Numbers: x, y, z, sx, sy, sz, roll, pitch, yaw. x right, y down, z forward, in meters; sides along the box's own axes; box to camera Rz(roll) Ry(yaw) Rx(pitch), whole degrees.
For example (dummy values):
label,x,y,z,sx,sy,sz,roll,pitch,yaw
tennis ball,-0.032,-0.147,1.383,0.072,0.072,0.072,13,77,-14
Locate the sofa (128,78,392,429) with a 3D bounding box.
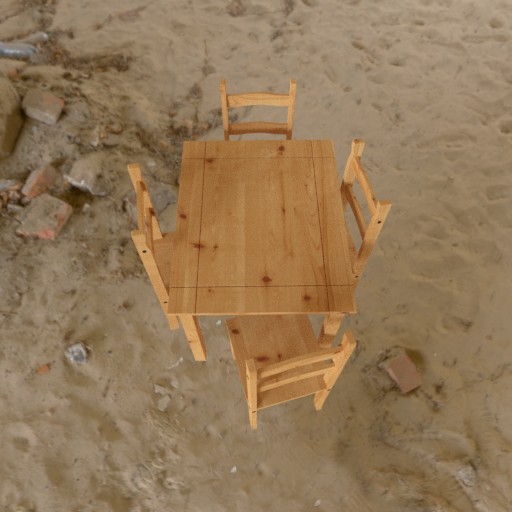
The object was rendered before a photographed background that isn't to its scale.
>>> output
label,x,y,z,sx,sy,sz,roll,pitch,yaw
sofa,0.000,0.000,2.295,1.144,1.000,1.529,-1,59,0
